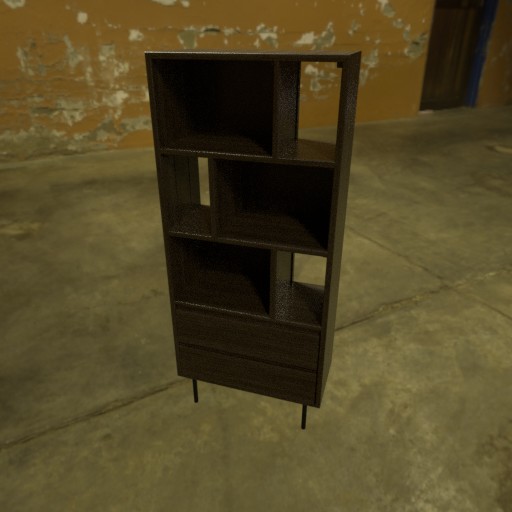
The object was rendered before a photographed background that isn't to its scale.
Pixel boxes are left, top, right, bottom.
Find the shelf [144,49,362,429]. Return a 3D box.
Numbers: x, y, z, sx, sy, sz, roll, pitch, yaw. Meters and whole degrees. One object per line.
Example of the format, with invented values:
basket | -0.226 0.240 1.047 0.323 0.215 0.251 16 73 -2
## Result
shelf | 0.000 0.000 1.840 0.670 1.545 0.323 8 28 16
